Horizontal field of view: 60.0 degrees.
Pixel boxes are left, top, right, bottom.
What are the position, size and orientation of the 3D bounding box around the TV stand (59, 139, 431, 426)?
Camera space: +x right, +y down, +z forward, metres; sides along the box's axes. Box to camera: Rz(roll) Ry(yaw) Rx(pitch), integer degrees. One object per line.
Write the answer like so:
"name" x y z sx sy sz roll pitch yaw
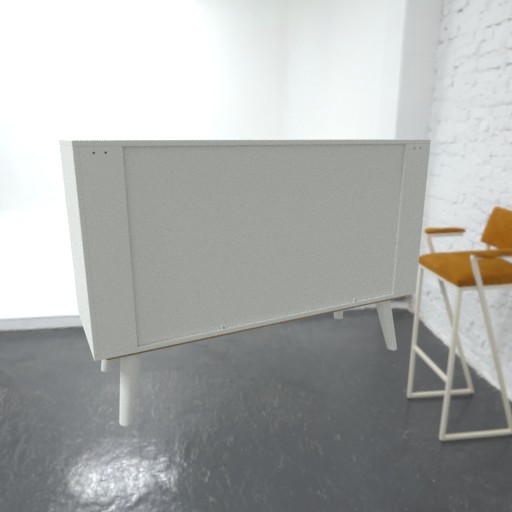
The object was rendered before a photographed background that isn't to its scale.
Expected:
"TV stand" 0.000 0.000 1.596 1.193 0.812 0.406 -8 17 -26
